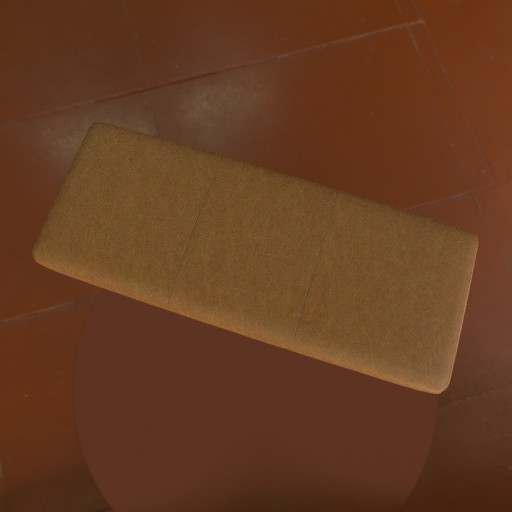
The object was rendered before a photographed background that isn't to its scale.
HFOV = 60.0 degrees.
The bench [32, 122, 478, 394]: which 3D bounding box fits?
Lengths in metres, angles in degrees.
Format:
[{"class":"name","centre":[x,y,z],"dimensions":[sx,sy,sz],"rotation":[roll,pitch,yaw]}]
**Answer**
[{"class":"bench","centre":[0.000,0.000,1.832],"dimensions":[1.610,0.399,0.653],"rotation":[17,76,4]}]
